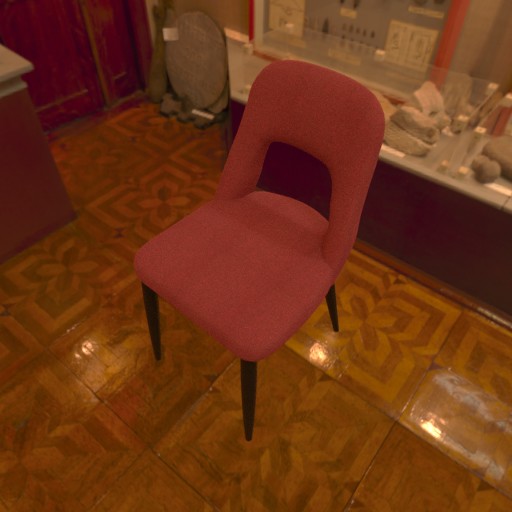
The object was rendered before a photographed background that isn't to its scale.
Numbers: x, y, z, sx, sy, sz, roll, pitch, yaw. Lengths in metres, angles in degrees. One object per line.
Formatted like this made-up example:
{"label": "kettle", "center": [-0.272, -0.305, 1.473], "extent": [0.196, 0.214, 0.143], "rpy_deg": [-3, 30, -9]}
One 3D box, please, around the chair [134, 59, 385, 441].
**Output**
{"label": "chair", "center": [0.000, 0.000, 1.252], "extent": [0.483, 0.892, 0.569], "rpy_deg": [32, 55, 27]}
